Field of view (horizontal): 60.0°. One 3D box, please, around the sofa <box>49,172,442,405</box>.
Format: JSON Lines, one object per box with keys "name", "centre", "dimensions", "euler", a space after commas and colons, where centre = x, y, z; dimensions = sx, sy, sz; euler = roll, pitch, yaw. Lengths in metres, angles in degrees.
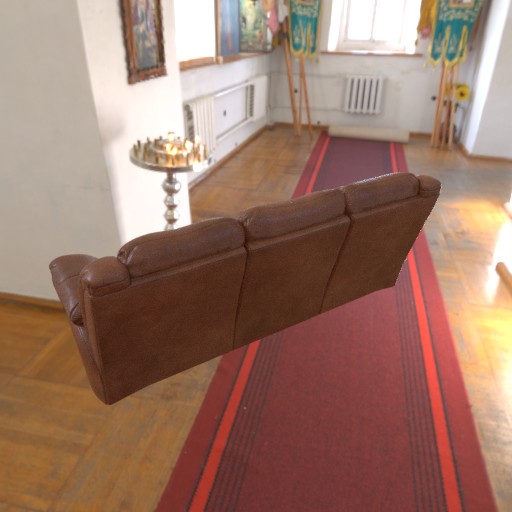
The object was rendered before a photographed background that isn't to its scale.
{"name": "sofa", "centre": [0.000, 0.000, 2.856], "dimensions": [2.337, 1.043, 0.991], "euler": [-17, 33, -28]}
